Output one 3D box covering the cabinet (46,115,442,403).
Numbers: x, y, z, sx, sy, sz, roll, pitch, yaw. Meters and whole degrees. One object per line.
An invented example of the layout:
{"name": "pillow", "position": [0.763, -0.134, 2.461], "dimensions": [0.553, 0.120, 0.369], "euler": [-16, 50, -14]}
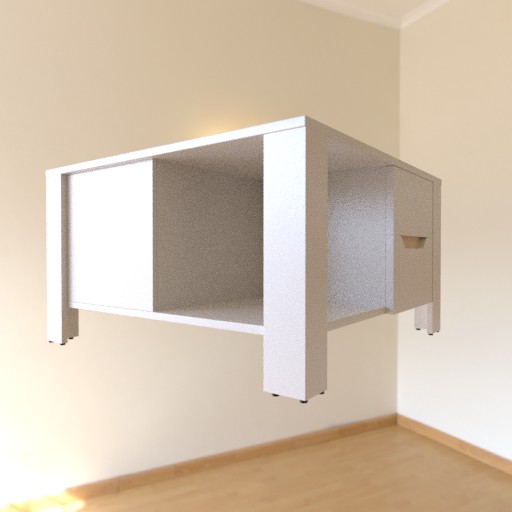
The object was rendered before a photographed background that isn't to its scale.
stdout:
{"name": "cabinet", "position": [0.000, 0.000, 1.261], "dimensions": [0.800, 0.460, 0.800], "euler": [1, 1, 37]}
